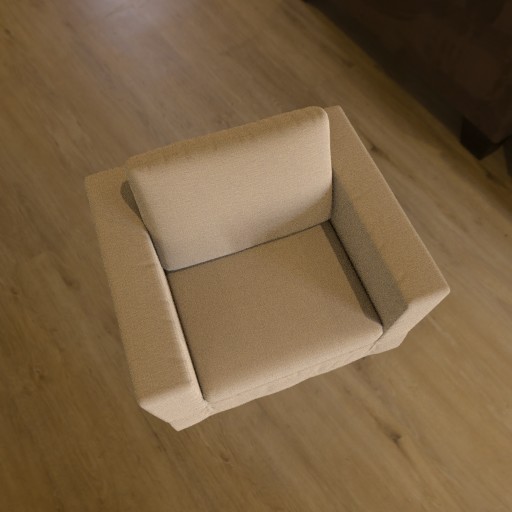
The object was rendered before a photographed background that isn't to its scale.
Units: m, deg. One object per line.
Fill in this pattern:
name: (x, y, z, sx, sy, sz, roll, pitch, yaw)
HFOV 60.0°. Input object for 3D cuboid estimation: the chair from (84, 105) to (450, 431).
chair: (0.000, 0.000, 1.821, 1.150, 0.878, 0.957, -18, 65, -9)
